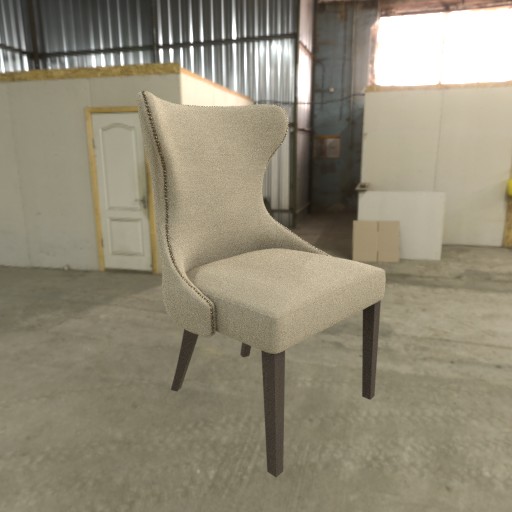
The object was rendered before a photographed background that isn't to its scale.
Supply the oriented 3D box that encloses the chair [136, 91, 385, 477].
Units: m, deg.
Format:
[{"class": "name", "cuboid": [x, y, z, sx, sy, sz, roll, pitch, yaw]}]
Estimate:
[{"class": "chair", "cuboid": [0.000, 0.000, 1.395, 0.635, 0.967, 0.628, 13, 19, 41]}]
